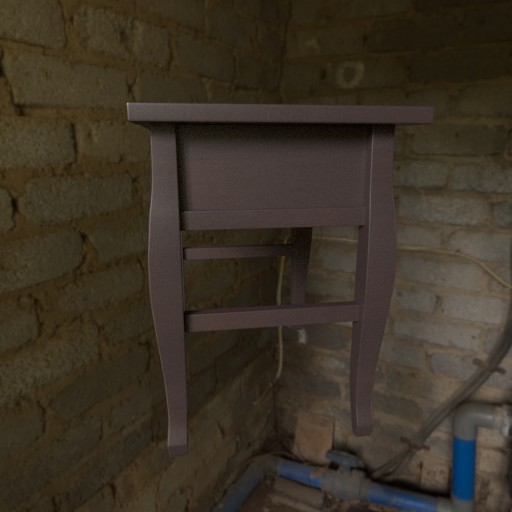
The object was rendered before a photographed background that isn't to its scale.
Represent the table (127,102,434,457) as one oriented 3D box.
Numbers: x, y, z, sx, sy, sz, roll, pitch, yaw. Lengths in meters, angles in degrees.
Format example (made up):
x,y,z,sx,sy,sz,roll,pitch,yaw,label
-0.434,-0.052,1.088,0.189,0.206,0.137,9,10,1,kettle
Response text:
x,y,z,sx,sy,sz,roll,pitch,yaw,label
0.000,0.000,1.006,0.460,0.605,0.602,-2,14,-9,table
